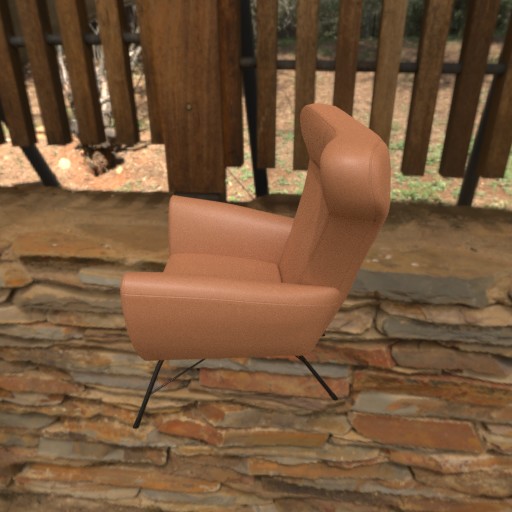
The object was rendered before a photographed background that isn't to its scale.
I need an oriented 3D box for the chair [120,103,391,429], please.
[{"bbox_3d":[0.000,0.000,1.748,0.900,1.050,0.980,0,26,1],"label":"chair"}]
